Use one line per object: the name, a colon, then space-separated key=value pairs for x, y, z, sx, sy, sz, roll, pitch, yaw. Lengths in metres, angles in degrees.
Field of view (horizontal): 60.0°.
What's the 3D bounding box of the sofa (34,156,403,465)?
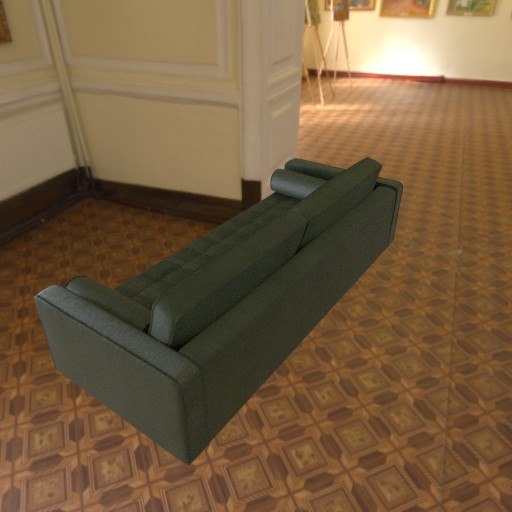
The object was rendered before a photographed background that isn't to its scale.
sofa: x=0.000 y=0.000 z=2.586 sx=0.918 sy=0.769 sz=2.199 roll=21 pitch=37 yaw=30
